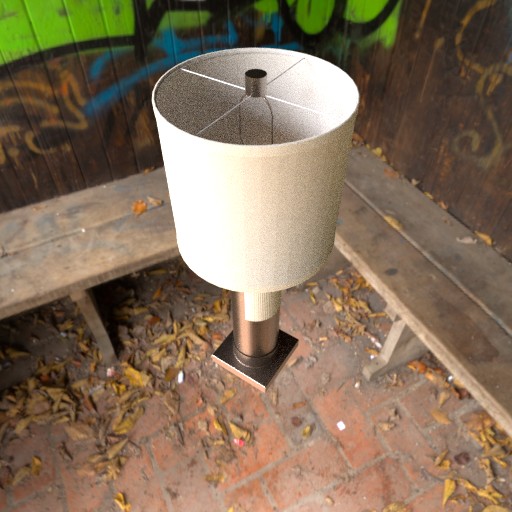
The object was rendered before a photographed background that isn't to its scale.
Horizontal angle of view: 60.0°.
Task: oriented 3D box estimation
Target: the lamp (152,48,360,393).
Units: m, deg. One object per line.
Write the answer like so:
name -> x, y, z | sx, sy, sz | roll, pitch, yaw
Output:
lamp -> 0.000, 0.000, 0.609 | 0.202, 0.509, 0.202 | 26, 52, 22
